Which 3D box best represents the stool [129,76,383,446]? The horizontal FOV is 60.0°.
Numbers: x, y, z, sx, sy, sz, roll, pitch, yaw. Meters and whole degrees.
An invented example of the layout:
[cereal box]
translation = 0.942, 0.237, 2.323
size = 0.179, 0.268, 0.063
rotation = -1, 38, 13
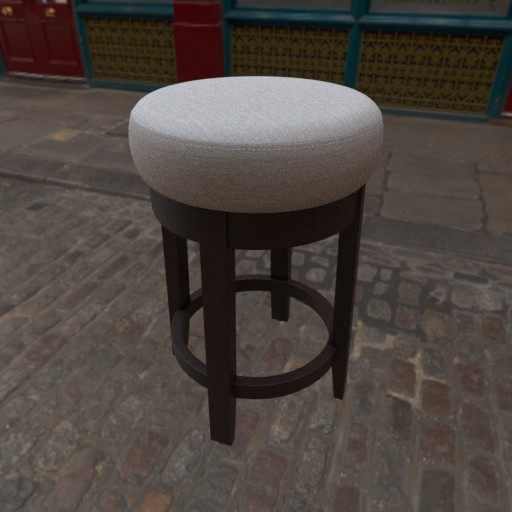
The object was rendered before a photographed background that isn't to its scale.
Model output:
[stool]
translation = 0.000, 0.000, 0.932
size = 0.443, 0.672, 0.443
rotation = 0, 32, 0
